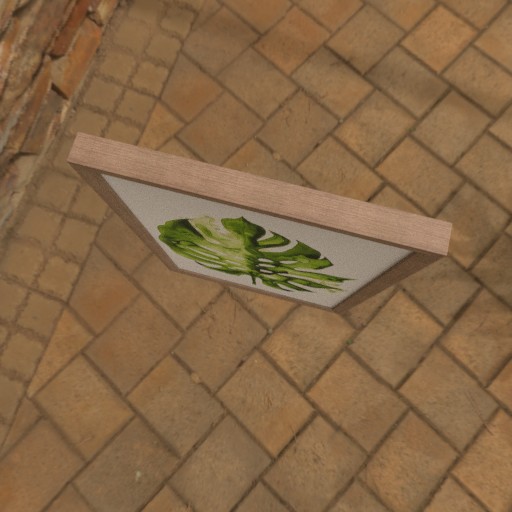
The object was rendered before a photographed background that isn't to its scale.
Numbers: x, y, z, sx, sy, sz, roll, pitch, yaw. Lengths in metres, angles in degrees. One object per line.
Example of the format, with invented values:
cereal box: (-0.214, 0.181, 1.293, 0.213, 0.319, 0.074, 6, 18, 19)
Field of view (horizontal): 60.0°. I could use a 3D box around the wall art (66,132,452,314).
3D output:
wall art: (0.000, 0.000, 0.650, 0.356, 0.509, 0.031, 14, 77, 3)
